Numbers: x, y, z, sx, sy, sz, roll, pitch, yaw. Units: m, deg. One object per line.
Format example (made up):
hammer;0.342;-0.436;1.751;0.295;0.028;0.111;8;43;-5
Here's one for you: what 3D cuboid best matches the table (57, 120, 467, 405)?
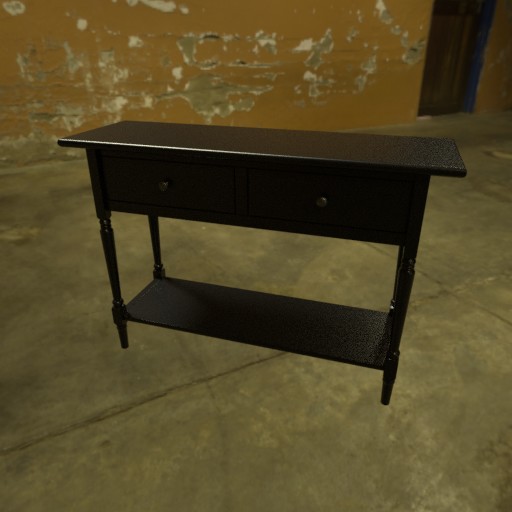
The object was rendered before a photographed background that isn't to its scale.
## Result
table;0.000;0.000;1.571;1.191;0.819;0.386;8;27;16
